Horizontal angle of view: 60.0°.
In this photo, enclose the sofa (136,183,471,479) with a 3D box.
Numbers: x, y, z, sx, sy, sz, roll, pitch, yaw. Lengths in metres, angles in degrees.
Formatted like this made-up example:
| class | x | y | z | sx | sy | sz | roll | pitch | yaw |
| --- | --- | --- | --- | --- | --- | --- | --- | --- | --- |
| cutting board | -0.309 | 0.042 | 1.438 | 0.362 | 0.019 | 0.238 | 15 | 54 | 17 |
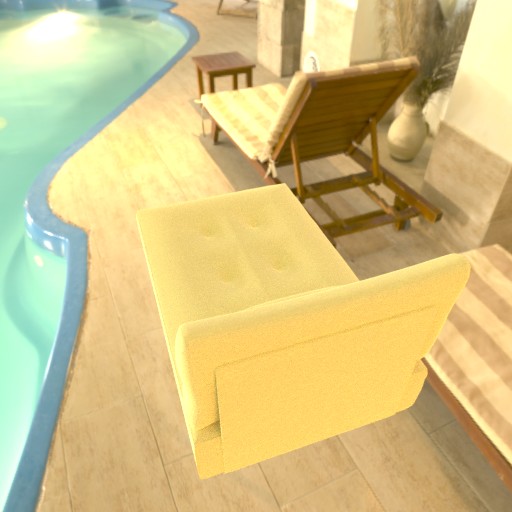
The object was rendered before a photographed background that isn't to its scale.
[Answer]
| class | x | y | z | sx | sy | sz | roll | pitch | yaw |
| --- | --- | --- | --- | --- | --- | --- | --- | --- | --- |
| sofa | 0.000 | 0.000 | 1.993 | 0.930 | 0.820 | 1.450 | -13 | 42 | -15 |
